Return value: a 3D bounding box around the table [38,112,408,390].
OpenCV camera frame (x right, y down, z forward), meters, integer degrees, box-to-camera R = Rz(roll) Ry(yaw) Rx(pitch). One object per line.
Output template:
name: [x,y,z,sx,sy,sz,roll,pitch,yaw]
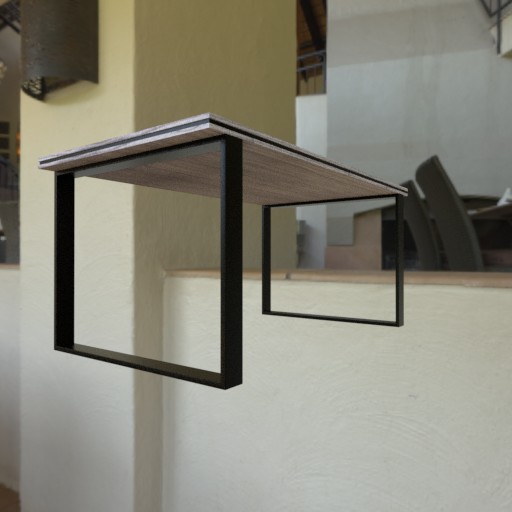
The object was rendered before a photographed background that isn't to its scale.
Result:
table: [0.000,0.000,2.043,0.881,0.736,1.579,0,0,37]
